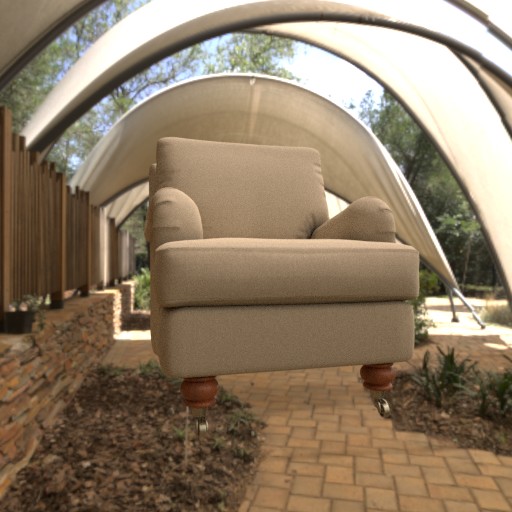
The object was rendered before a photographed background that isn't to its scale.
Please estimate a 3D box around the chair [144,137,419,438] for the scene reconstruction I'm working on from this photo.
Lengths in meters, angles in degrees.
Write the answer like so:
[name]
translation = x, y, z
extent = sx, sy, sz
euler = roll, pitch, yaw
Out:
[chair]
translation = 0.000, 0.000, 1.853
extent = 0.895, 1.076, 1.078
euler = 0, -1, -16
